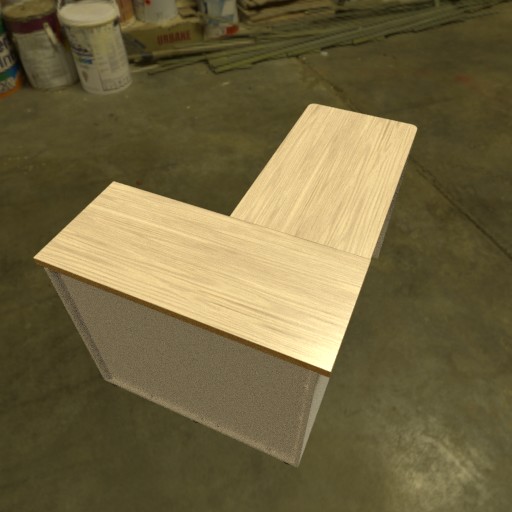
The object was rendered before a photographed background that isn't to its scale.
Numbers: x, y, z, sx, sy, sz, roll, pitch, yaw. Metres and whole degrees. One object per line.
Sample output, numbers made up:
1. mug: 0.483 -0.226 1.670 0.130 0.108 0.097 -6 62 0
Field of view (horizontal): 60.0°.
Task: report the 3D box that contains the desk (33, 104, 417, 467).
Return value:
1. desk: 0.000 0.000 1.806 0.900 0.760 1.170 18 50 16
